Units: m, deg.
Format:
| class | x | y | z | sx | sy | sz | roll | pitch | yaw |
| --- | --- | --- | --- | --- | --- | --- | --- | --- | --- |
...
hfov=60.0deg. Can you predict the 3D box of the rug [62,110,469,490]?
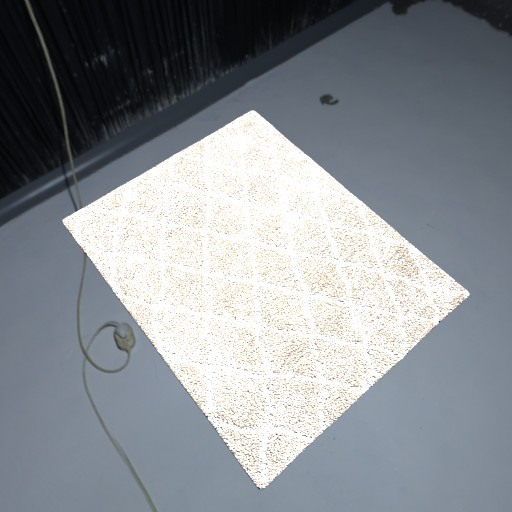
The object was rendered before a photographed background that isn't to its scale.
| class | x | y | z | sx | sy | sz | roll | pitch | yaw |
| --- | --- | --- | --- | --- | --- | --- | --- | --- | --- |
| rug | 0.000 | 0.000 | 4.143 | 2.438 | 0.029 | 3.047 | -36 | 66 | -19 |
